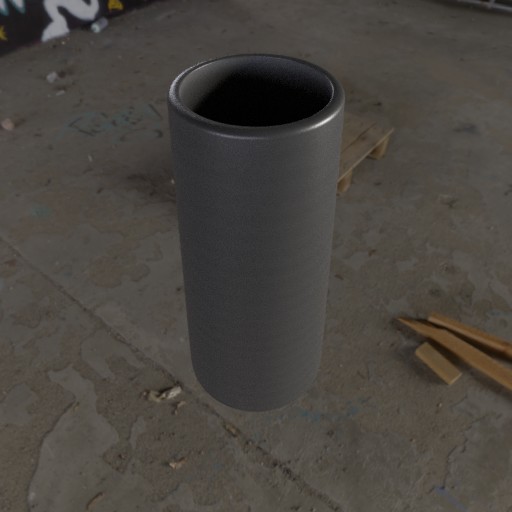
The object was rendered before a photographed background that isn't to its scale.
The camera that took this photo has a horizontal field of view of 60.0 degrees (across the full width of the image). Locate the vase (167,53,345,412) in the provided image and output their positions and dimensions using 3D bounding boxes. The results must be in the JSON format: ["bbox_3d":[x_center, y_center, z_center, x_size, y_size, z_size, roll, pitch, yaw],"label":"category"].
[{"bbox_3d":[0.000,0.000,0.367,0.136,0.289,0.136,-24,51,-22],"label":"vase"}]
